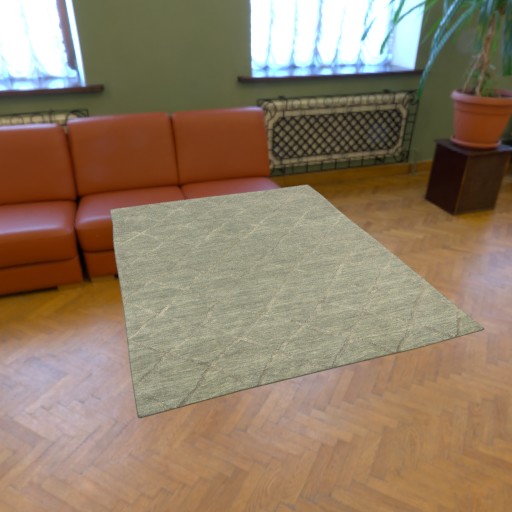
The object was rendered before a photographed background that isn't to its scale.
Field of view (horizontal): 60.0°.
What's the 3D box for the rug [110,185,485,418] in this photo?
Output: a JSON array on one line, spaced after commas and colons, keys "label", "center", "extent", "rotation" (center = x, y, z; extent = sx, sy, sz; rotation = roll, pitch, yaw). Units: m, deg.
[{"label": "rug", "center": [0.000, 0.000, 4.052], "extent": [2.438, 0.013, 3.048], "rotation": [-10, 31, -16]}]
